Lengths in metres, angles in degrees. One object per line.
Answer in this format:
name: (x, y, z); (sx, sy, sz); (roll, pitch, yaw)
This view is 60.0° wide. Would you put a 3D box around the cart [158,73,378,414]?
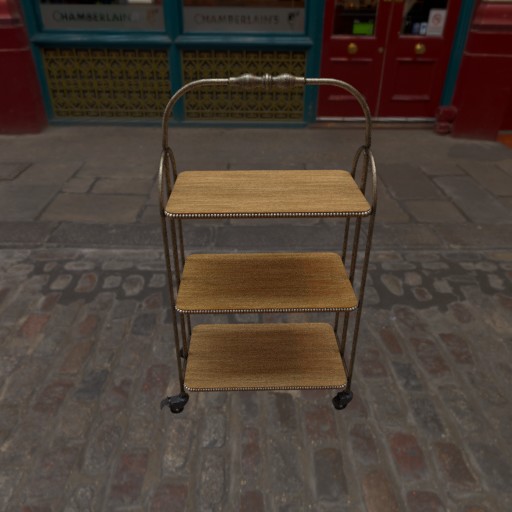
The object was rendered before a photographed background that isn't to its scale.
cart: (0.000, 0.000, 1.370); (0.650, 1.052, 0.330); (-1, 30, -1)
